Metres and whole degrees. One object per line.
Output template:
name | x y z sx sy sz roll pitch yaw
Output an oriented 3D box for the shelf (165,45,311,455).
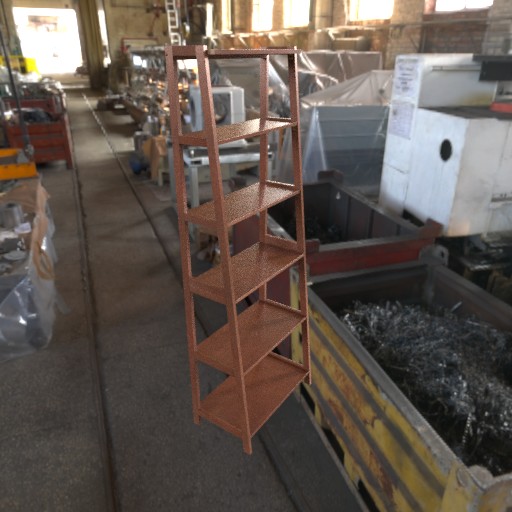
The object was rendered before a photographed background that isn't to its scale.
shelf | 0.000 0.000 2.209 0.382 1.892 0.660 16 30 31
